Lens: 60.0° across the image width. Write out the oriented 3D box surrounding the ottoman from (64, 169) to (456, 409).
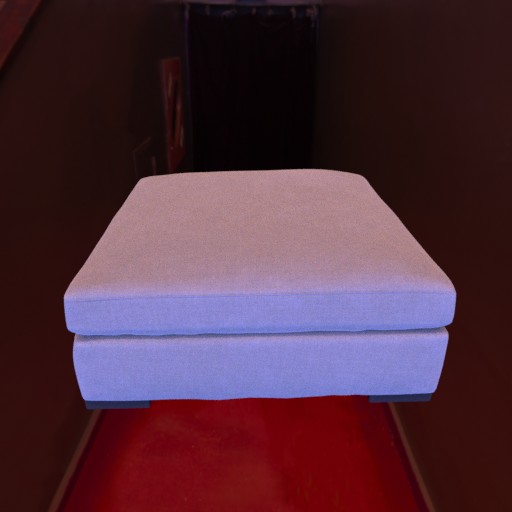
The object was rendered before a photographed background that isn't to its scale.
[{"bbox_3d":[0.000,0.000,1.833,1.171,0.517,1.203,-1,27,-2],"label":"ottoman"}]
